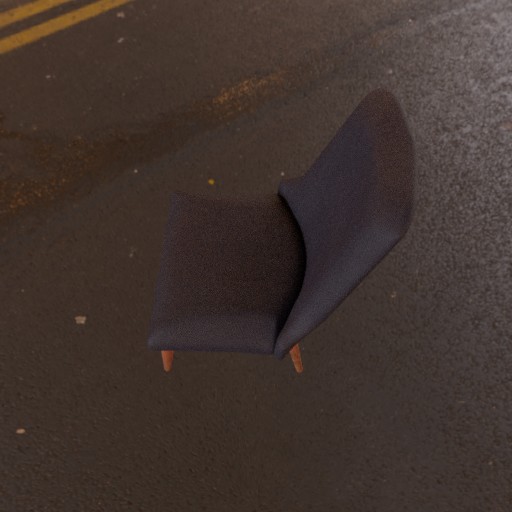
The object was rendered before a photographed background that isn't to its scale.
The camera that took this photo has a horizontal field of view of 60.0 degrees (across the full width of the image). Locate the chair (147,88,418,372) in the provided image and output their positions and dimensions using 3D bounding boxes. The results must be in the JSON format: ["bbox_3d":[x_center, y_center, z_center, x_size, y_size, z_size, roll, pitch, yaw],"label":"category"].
[{"bbox_3d":[0.000,0.000,1.136,0.567,0.820,0.504,2,60,1],"label":"chair"}]
